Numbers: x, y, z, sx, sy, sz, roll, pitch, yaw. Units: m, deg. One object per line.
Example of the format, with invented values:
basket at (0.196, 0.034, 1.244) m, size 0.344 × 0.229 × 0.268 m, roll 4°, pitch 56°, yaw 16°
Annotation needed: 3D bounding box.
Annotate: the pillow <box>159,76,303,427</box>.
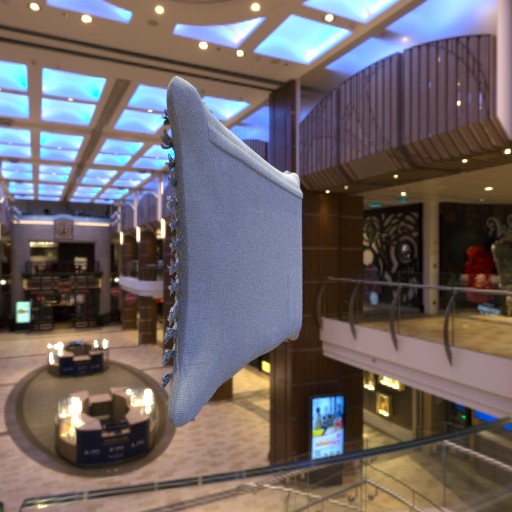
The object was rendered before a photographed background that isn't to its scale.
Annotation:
pillow at (0.000, 0.000, 0.588) m, size 0.084 × 0.305 × 0.466 m, roll 0°, pitch 0°, yaw 18°
